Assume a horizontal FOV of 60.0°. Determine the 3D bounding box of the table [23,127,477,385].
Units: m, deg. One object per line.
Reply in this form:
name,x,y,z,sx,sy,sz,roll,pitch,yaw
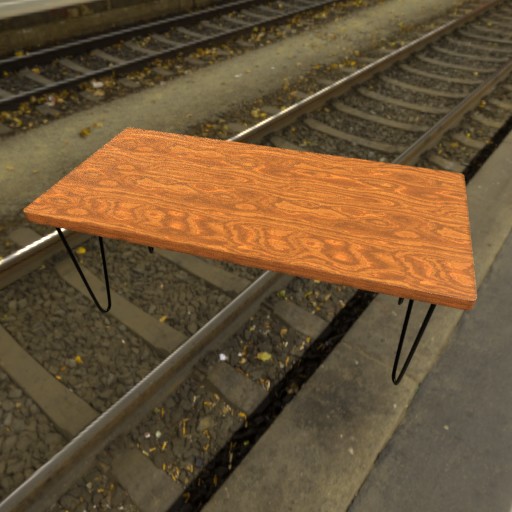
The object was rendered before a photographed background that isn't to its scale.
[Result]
table,0.000,0.000,2.218,1.791,0.753,0.883,11,41,13
